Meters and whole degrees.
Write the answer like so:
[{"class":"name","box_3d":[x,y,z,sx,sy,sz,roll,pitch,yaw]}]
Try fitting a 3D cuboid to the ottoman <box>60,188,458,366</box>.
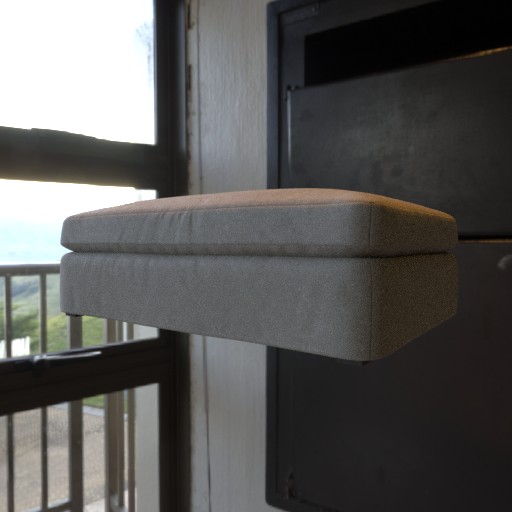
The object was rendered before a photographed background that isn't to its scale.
[{"class":"ottoman","box_3d":[0.000,0.000,1.574,1.199,0.429,0.840,1,2,36]}]
